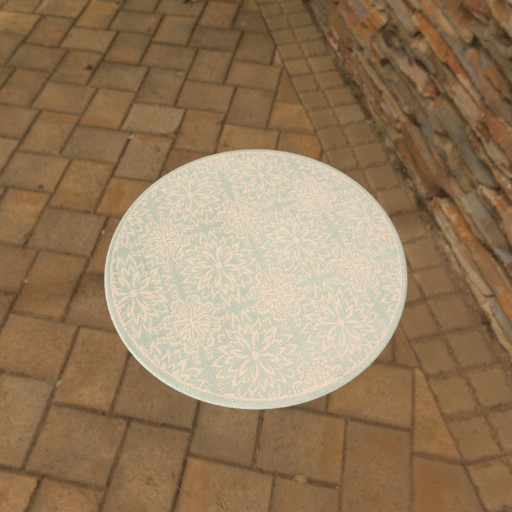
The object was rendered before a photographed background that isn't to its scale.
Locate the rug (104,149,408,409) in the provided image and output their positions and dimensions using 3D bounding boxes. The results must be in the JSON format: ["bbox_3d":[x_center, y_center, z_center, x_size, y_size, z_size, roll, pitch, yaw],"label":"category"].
[{"bbox_3d":[0.000,0.000,2.368,1.593,0.012,1.593,0,58,0],"label":"rug"}]
